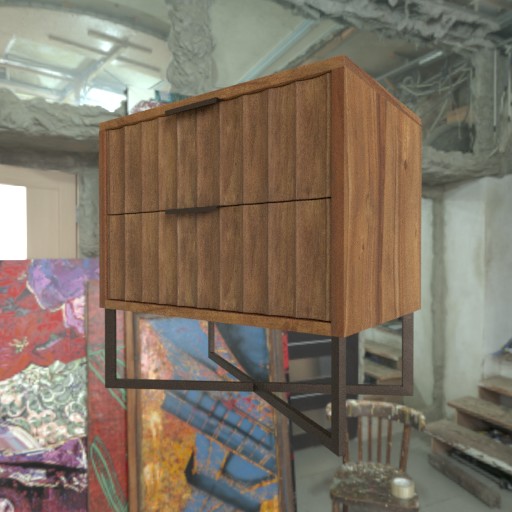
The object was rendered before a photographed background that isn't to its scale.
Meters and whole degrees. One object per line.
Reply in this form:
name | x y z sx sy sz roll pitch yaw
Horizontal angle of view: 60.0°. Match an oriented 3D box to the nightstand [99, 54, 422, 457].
nightstand | 0.000 0.000 1.009 0.613 0.615 0.427 0 1 36
